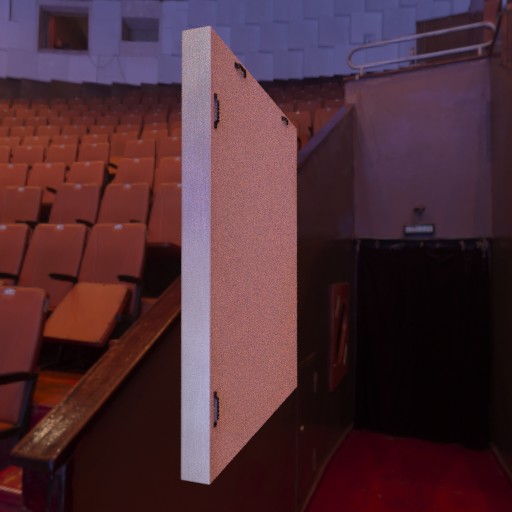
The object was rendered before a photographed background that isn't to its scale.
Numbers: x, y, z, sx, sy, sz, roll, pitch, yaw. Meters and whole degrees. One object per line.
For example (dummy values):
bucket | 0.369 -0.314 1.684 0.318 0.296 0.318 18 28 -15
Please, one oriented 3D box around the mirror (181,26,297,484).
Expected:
mirror | 0.000 0.000 0.688 0.041 0.509 0.406 0 -1 19
